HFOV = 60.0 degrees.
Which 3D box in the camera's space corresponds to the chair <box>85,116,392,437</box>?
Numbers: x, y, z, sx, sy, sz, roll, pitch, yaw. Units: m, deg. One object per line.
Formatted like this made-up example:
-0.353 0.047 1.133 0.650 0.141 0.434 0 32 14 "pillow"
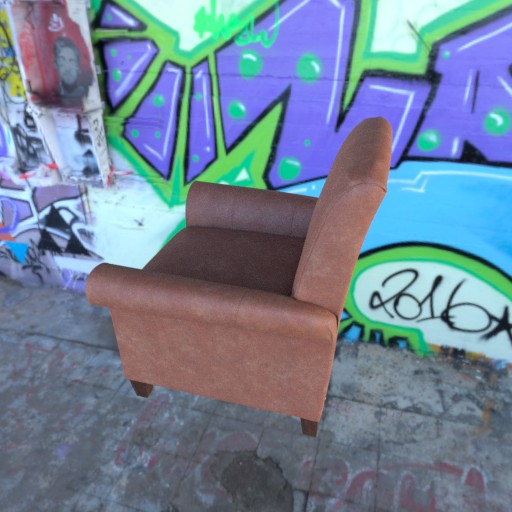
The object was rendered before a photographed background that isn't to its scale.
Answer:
0.000 0.000 1.759 0.902 1.061 0.978 8 30 13 "chair"
